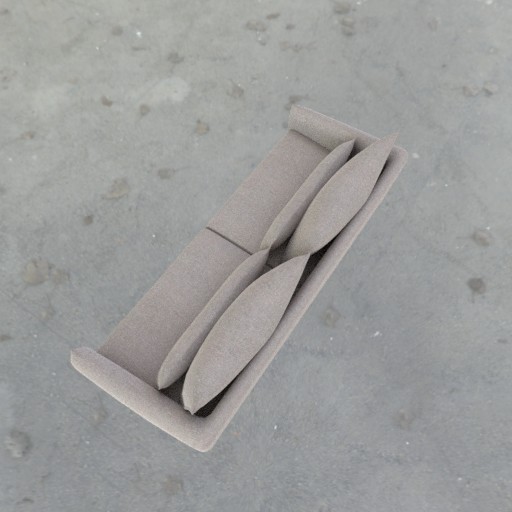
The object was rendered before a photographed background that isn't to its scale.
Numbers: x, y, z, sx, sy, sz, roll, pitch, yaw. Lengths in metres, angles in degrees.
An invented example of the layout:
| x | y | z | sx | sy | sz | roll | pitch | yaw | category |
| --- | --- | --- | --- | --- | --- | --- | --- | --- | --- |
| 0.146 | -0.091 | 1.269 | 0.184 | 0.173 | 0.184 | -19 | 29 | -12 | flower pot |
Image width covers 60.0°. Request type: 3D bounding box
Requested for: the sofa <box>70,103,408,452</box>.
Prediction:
| x | y | z | sx | sy | sz | roll | pitch | yaw | category |
| --- | --- | --- | --- | --- | --- | --- | --- | --- | --- |
| 0.000 | 0.000 | 2.429 | 0.809 | 0.833 | 2.022 | 32 | 68 | 15 | sofa |
